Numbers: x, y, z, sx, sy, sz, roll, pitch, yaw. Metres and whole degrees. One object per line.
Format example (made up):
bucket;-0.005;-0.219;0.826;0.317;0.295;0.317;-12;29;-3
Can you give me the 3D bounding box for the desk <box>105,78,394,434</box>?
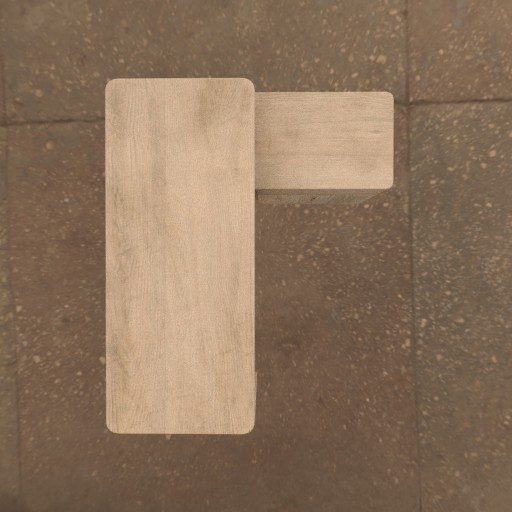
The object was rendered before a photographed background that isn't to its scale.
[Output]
desk;0.000;0.000;2.123;1.175;0.770;1.400;0;91;1
